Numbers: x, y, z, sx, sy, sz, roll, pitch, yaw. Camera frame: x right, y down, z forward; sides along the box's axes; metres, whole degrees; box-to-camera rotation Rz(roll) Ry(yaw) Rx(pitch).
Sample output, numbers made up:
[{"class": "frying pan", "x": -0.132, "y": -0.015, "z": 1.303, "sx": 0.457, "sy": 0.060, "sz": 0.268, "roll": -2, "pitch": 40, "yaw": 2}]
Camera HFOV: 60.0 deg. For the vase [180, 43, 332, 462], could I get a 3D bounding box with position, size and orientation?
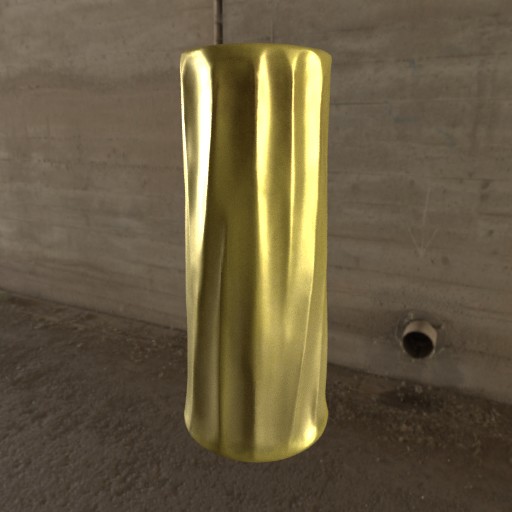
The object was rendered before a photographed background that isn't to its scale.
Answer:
[{"class": "vase", "x": 0.000, "y": 0.000, "z": 0.172, "sx": 0.061, "sy": 0.143, "sz": 0.061, "roll": 0, "pitch": 16, "yaw": 0}]
